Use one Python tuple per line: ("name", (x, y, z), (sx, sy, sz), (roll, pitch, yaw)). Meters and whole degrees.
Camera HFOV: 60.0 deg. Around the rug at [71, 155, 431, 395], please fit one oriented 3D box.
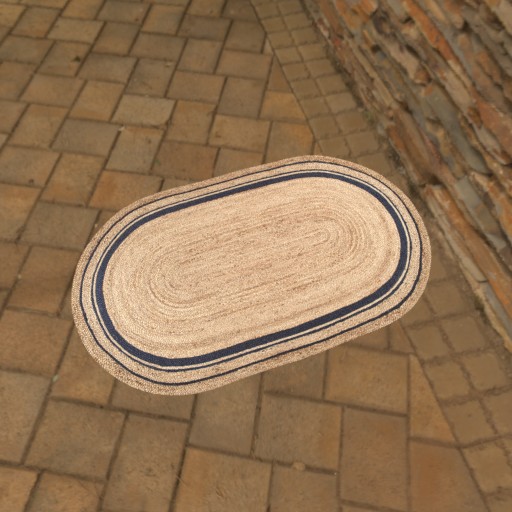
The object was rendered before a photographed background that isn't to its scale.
("rug", (0.000, 0.000, 2.977), (2.432, 0.006, 1.520), (-17, 60, -10))
